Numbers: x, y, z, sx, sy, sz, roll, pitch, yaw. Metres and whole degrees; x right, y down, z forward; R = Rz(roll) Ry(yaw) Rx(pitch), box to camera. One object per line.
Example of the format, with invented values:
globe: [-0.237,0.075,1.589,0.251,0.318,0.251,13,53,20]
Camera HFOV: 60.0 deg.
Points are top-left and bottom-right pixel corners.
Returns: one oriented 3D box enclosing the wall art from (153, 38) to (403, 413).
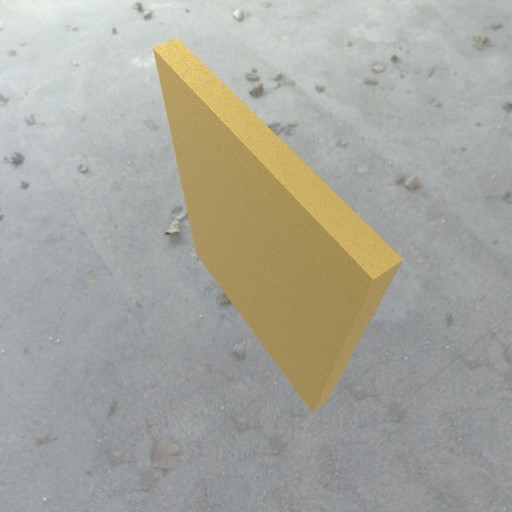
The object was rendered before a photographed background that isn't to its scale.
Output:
wall art: [0.000,0.000,0.897,0.048,0.642,0.537,-30,63,-18]
